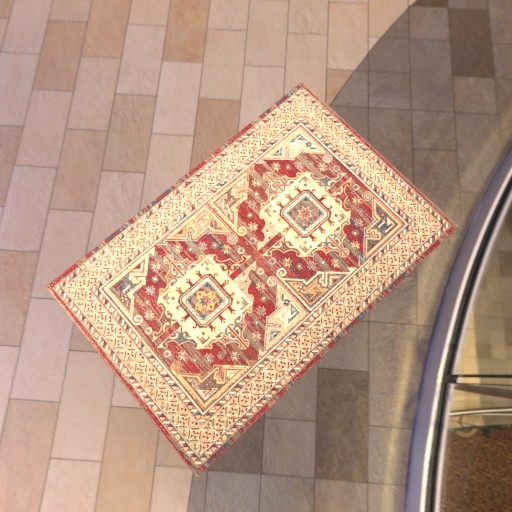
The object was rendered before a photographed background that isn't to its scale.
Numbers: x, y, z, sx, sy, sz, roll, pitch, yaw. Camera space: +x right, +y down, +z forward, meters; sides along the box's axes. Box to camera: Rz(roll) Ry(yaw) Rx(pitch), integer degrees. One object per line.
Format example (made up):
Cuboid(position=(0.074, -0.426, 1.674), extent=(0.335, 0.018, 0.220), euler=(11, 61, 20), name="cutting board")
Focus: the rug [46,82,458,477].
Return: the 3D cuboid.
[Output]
Cuboid(position=(0.000, 0.000, 5.832), extent=(4.578, 0.033, 3.033), euler=(-41, 79, -10), name="rug")
